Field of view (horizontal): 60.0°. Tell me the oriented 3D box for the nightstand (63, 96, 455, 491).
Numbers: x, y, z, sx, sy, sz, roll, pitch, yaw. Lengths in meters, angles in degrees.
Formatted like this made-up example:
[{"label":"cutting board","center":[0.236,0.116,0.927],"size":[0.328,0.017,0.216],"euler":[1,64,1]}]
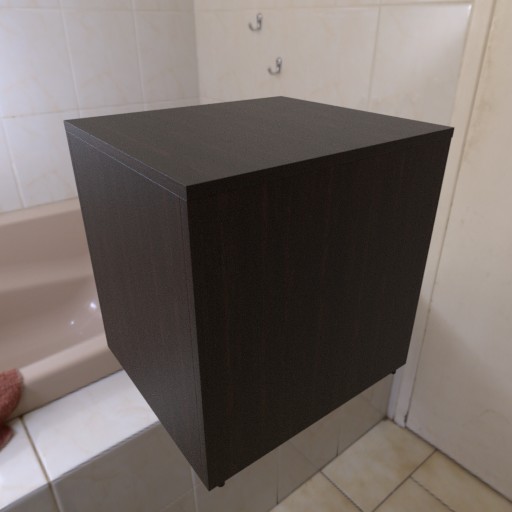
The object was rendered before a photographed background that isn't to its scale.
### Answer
[{"label":"nightstand","center":[0.000,0.000,0.786],"size":[0.461,0.460,0.400],"euler":[-19,33,-32]}]
